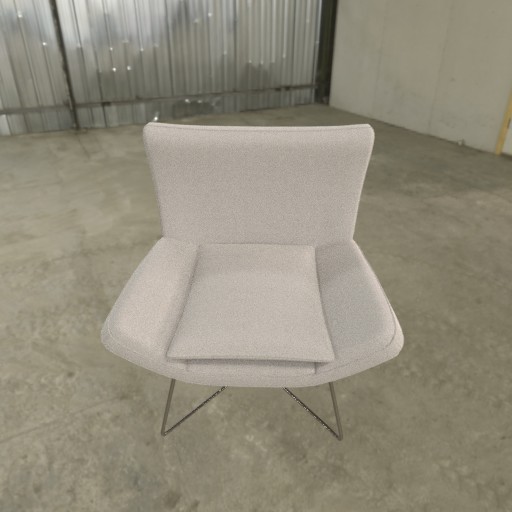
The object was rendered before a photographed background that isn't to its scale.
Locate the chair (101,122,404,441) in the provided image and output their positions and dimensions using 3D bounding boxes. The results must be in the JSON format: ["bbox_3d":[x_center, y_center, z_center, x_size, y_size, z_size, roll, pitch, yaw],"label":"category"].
[{"bbox_3d":[0.000,0.000,1.640,0.859,0.855,1.008,1,30,2],"label":"chair"}]
